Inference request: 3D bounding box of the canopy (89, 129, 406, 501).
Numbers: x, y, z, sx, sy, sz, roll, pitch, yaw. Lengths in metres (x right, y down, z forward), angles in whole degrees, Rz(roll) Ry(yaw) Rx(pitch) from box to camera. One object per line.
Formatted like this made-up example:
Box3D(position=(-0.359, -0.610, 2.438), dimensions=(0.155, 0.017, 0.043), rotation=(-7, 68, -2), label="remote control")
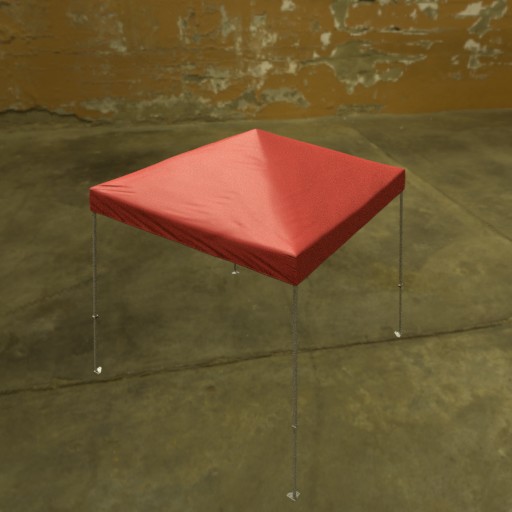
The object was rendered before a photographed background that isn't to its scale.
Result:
Box3D(position=(0.000, 0.000, 5.023), dimensions=(2.849, 2.849, 2.848), rotation=(19, 35, 30), label="canopy")
